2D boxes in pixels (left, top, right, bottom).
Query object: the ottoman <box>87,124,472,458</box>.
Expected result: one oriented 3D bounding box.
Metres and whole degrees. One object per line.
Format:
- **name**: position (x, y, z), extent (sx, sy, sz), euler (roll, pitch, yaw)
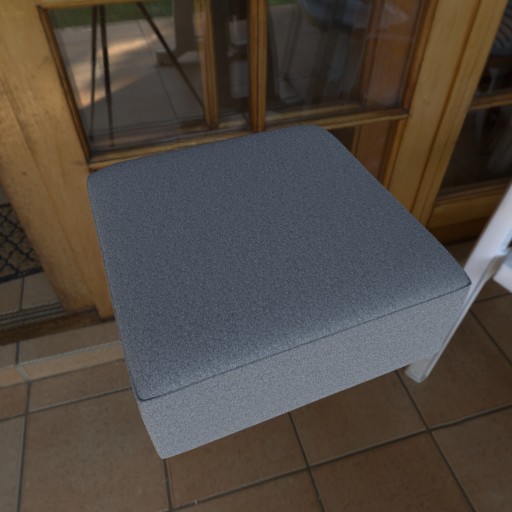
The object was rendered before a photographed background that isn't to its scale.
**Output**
- **ottoman**: position (0.000, 0.000, 1.610), extent (1.015, 0.464, 1.005), euler (-16, 48, -15)
